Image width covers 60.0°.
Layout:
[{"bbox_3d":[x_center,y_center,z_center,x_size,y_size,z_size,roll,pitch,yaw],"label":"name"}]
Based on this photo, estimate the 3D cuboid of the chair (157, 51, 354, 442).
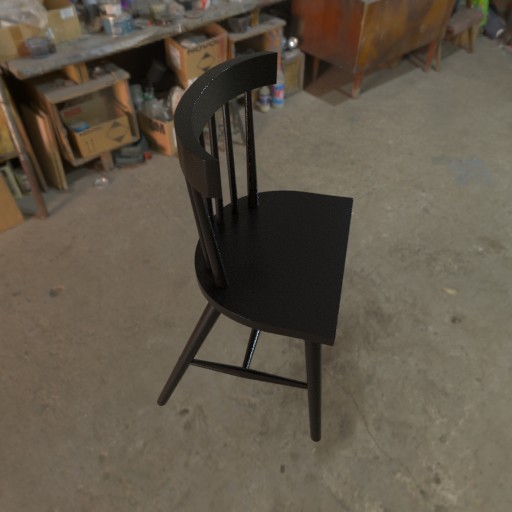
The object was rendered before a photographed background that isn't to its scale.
[{"bbox_3d":[0.000,0.000,1.131,0.483,0.844,0.506,9,45,9],"label":"chair"}]
